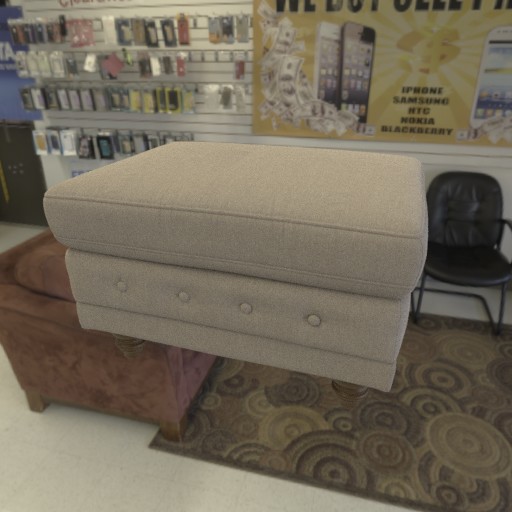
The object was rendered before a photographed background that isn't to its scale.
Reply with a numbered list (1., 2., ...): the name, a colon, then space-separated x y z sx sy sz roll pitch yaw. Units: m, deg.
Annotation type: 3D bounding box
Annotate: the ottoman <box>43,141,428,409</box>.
1. ottoman: 0.000 0.000 1.135 0.771 0.500 0.569 8 26 17
